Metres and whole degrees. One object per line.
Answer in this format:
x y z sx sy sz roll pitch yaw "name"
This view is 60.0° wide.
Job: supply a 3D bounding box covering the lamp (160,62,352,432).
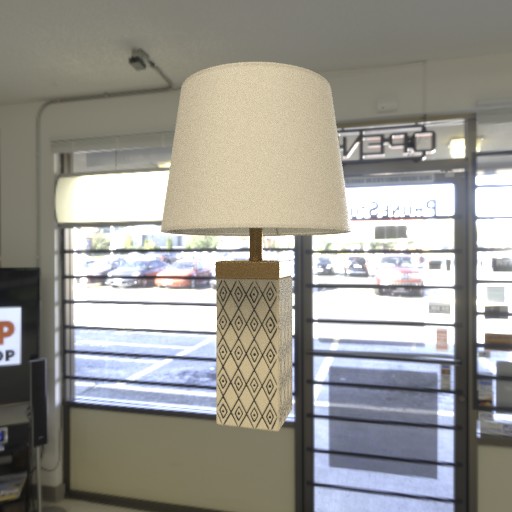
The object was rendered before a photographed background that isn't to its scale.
0.000 0.000 0.596 0.251 0.435 0.251 0 1 0 "lamp"
